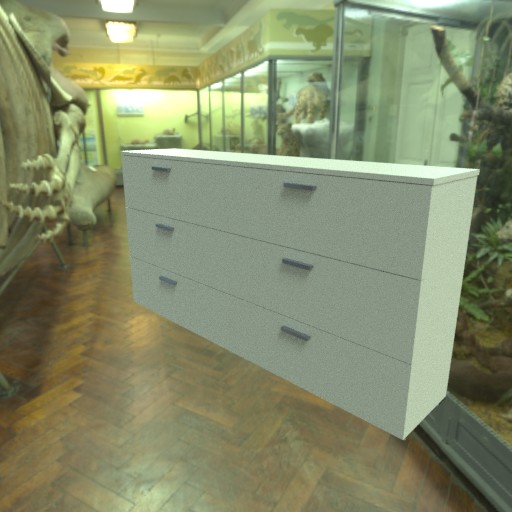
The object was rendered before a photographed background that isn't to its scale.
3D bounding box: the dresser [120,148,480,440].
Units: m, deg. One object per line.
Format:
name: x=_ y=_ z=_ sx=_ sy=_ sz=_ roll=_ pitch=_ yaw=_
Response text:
dresser: x=0.000 y=0.000 z=1.832 sx=1.535 sy=0.790 sz=0.333 roll=16 pitch=23 yaw=42
